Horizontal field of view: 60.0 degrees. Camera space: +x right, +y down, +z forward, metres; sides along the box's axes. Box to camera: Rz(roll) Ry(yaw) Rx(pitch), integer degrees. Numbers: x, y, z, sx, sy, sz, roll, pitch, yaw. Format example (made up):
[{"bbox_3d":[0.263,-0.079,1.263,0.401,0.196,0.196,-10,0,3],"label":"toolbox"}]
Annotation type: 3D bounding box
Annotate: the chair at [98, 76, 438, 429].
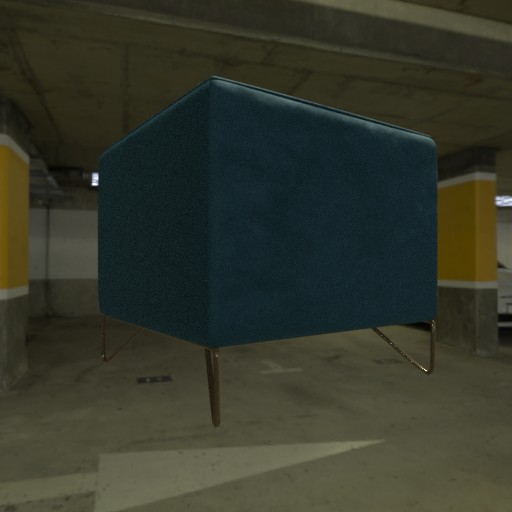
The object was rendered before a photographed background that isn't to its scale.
[{"bbox_3d":[0.000,0.000,1.565,0.880,0.790,0.894,1,-1,-35],"label":"chair"}]
